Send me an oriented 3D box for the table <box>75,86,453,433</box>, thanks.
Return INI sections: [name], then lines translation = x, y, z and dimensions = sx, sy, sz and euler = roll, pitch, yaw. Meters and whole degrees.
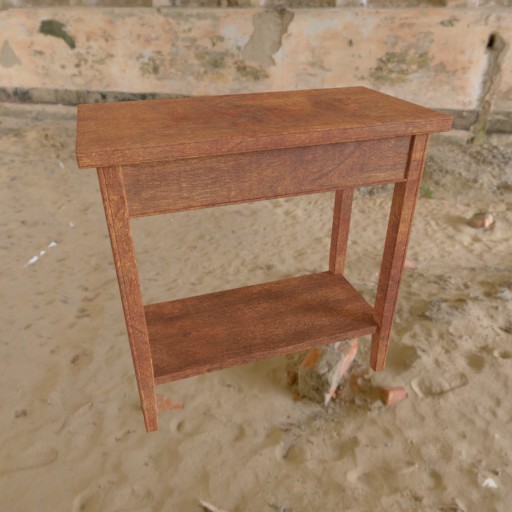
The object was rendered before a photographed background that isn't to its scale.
[table]
translation = 0.000, 0.000, 0.952
dimensions = 0.610, 0.610, 0.305
euler = -10, 32, -16
